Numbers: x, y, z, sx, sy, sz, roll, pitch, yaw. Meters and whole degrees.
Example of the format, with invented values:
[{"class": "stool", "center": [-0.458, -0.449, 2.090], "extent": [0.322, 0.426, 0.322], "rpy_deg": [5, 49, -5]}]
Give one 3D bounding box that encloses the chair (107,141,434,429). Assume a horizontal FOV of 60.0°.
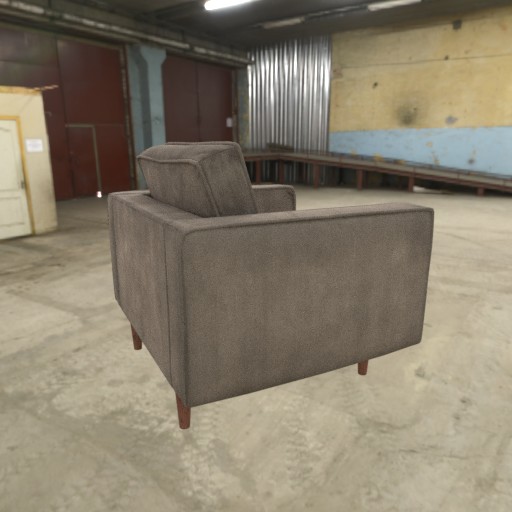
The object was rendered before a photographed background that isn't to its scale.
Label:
[{"class": "chair", "center": [0.000, 0.000, 1.552], "extent": [0.843, 0.773, 0.928], "rpy_deg": [-7, 16, -27]}]
